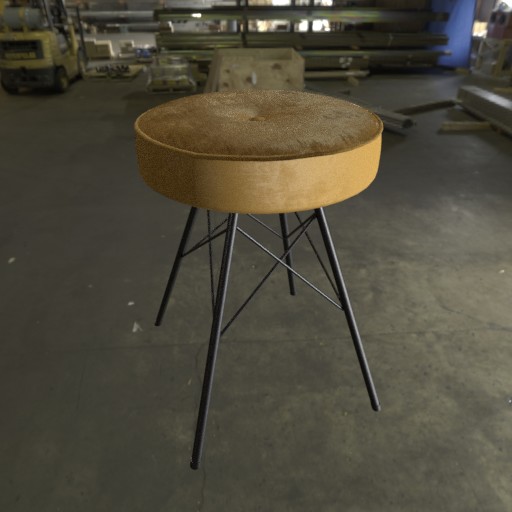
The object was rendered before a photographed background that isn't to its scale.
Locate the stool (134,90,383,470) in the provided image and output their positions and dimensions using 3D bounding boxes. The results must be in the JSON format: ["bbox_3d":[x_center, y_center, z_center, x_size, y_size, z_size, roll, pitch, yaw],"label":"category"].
[{"bbox_3d":[0.000,0.000,0.918,0.438,0.595,0.472,-9,33,-15],"label":"stool"}]
